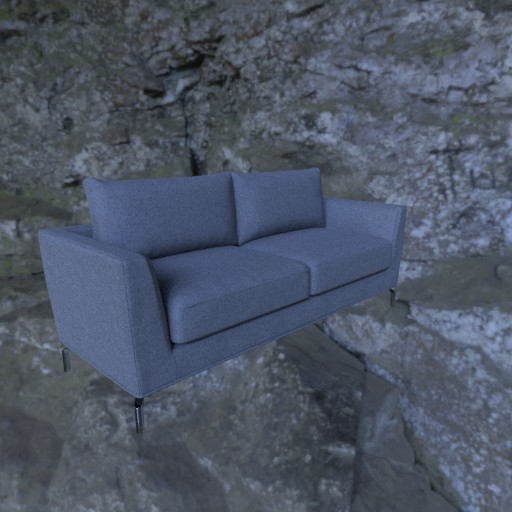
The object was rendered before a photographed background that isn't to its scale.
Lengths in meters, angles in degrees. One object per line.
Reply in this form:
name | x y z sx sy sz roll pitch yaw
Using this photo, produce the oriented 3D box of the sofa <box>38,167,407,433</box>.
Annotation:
sofa | 0.000 0.000 2.704 2.212 1.002 0.869 -13 19 -43
